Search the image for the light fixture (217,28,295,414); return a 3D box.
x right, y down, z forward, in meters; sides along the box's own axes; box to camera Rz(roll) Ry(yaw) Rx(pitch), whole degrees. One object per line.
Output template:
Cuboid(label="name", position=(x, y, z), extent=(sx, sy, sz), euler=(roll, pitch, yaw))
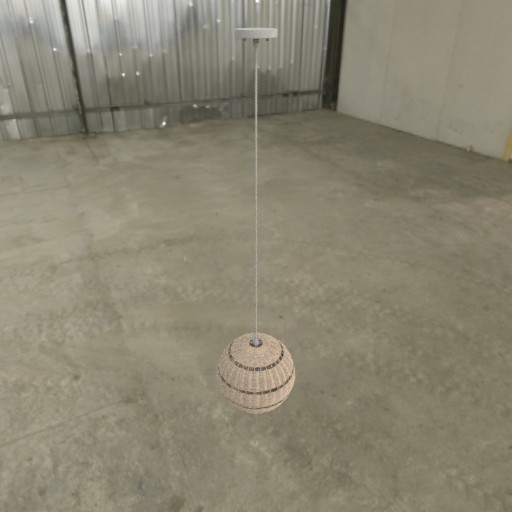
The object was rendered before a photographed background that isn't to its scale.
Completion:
Cuboid(label="light fixture", position=(0.000, 0.000, 2.212), extent=(0.457, 2.019, 0.457), euler=(1, 30, 2))
